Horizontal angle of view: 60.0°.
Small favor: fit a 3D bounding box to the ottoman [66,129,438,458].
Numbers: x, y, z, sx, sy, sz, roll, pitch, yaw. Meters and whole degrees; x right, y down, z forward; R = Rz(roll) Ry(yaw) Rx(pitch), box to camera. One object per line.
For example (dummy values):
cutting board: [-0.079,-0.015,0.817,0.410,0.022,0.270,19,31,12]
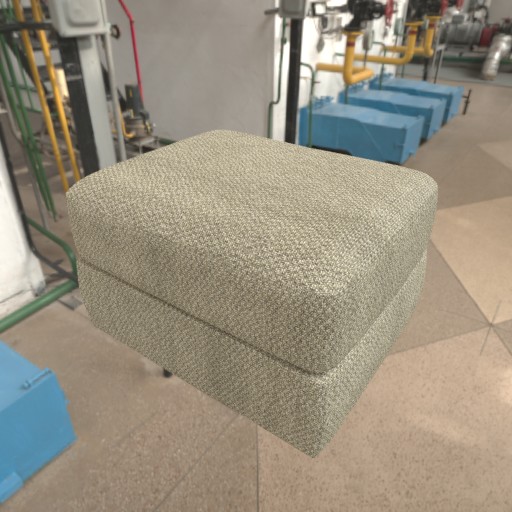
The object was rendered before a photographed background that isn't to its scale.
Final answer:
ottoman: [0.000,0.000,1.150,0.751,0.476,0.603,21,37,30]
